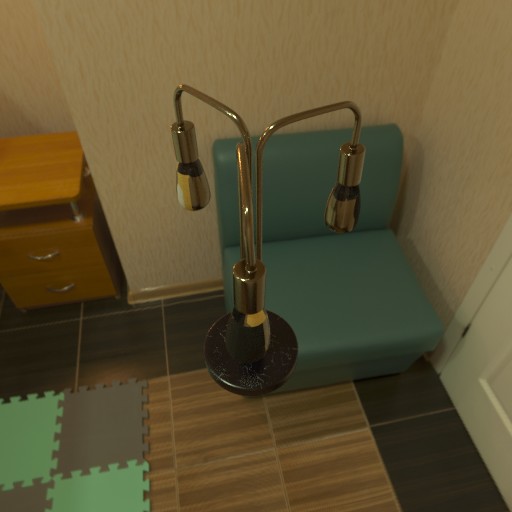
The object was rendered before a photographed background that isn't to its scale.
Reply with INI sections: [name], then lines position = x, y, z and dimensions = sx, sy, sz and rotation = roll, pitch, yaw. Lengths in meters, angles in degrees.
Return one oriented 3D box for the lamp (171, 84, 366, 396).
[lamp]
position = 0.000, 0.000, 0.799
dimensions = 0.355, 0.560, 0.368
rotation = -32, 55, -26
